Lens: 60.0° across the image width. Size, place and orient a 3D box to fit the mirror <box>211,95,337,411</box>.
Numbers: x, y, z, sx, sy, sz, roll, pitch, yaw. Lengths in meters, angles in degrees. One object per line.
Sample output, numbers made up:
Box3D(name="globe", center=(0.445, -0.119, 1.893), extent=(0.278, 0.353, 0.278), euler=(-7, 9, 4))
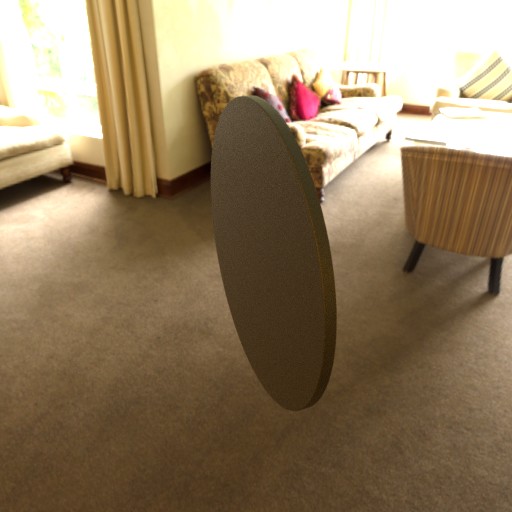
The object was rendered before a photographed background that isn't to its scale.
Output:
Box3D(name="mirror", center=(0.000, 0.000, 1.582), extent=(0.036, 1.077, 1.077), euler=(-11, 32, -18))
